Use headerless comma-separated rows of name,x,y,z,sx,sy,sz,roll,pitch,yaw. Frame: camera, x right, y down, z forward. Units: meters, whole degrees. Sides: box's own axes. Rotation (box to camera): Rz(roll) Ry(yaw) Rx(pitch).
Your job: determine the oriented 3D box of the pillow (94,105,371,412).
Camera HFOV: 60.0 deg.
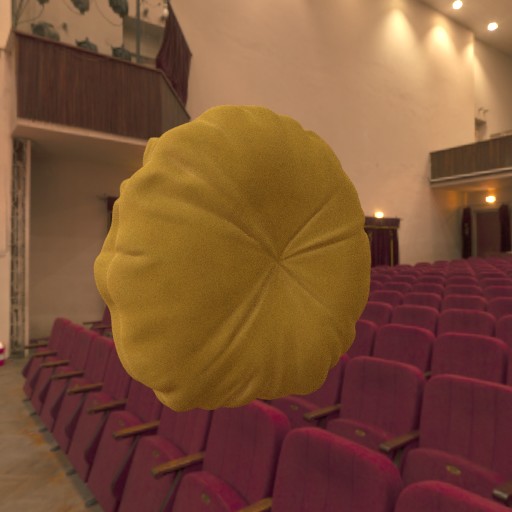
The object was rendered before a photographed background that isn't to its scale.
pillow,0.000,0.000,0.624,0.428,0.407,0.148,0,0,-36
